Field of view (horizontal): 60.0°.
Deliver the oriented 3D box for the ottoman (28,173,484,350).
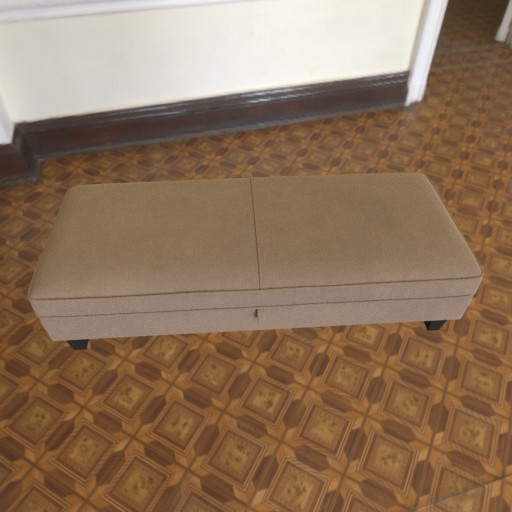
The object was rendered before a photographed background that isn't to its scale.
[{"bbox_3d":[0.000,0.000,1.979,1.726,0.460,0.735,-3,45,-3],"label":"ottoman"}]
